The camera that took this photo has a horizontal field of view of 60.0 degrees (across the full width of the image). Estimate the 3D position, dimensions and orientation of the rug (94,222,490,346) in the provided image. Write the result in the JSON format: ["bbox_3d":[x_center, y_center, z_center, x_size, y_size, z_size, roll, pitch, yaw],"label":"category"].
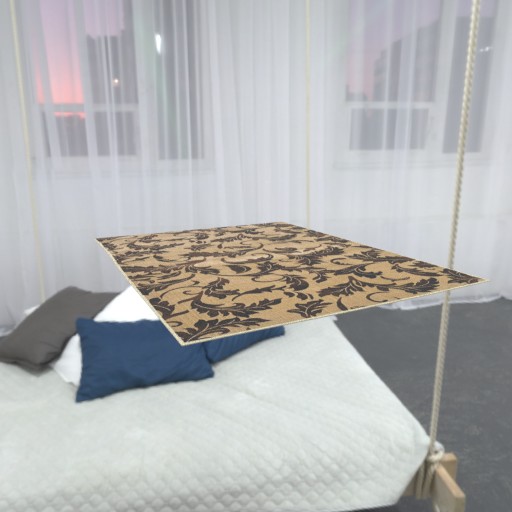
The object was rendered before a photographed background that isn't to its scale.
[{"bbox_3d":[0.000,0.000,4.002,2.380,0.008,2.977,-7,16,-27],"label":"rug"}]
